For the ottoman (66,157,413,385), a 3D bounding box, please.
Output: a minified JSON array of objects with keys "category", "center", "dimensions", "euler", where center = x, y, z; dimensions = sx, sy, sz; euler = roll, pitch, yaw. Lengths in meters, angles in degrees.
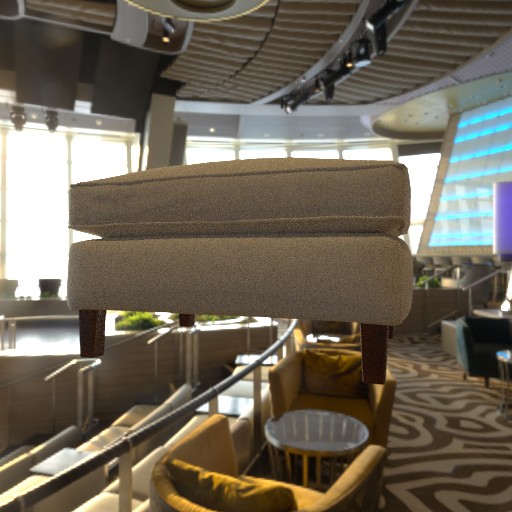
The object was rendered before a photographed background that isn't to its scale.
[{"category":"ottoman","center":[0.000,0.000,0.995],"dimensions":[0.665,0.406,0.501],"euler":[0,0,19]}]
